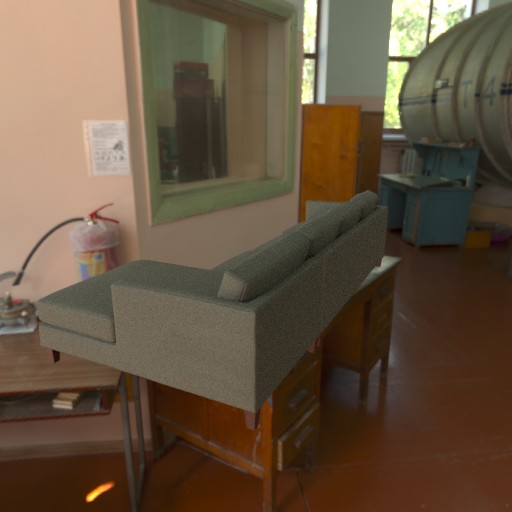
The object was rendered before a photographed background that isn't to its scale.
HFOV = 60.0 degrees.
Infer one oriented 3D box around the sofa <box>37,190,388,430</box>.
[{"bbox_3d":[0.000,0.000,3.865,1.625,0.861,3.186,8,19,26],"label":"sofa"}]
